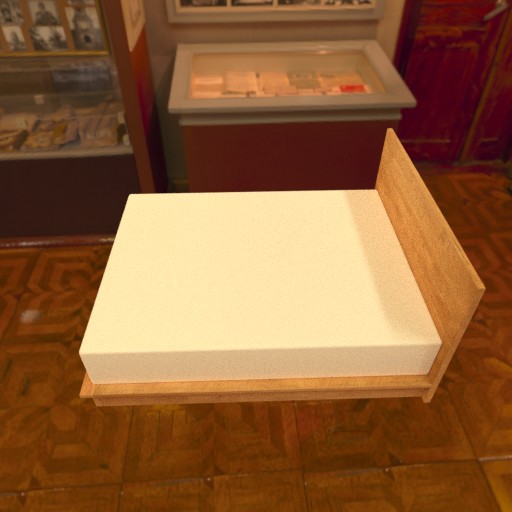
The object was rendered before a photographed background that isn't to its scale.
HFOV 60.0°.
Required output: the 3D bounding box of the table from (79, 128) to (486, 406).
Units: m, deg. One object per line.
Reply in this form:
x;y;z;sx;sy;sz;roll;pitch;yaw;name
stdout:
0.000;0.000;3.077;2.149;1.041;1.707;-1;42;-1;table
